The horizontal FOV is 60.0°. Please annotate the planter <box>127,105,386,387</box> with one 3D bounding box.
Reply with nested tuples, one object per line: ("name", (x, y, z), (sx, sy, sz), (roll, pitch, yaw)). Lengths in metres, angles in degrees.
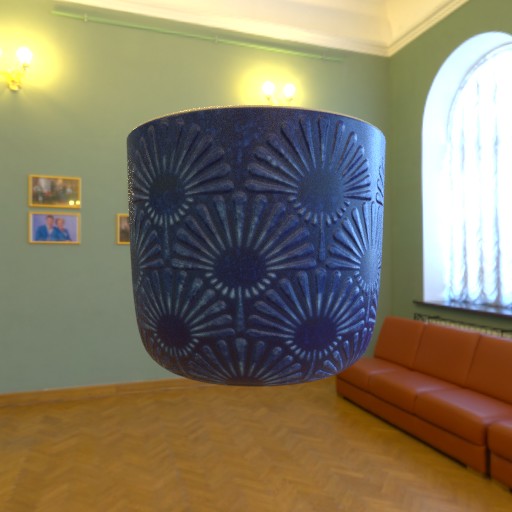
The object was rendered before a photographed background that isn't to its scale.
("planter", (0.000, 0.000, 0.221), (0.124, 0.109, 0.124), (0, 0, 0))
